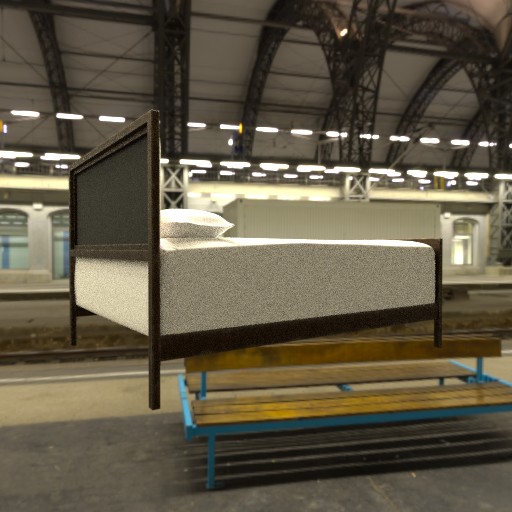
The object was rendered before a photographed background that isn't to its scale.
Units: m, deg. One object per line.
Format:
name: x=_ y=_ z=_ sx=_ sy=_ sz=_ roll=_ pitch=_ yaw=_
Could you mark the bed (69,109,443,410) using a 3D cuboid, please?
bed: x=0.000 y=0.000 z=3.223 sx=2.221 sy=1.313 sz=1.607 roll=-1 pitch=1 yaw=-35
